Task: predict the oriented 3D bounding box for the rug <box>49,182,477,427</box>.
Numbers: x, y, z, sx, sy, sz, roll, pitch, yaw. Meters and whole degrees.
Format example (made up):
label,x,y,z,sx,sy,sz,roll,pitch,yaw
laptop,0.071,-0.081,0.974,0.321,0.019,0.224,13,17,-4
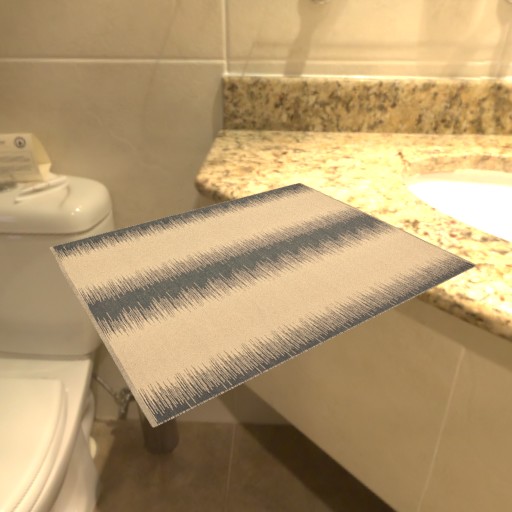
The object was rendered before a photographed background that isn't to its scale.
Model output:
label,x,y,z,sx,sy,sz,roll,pitch,yaw
rug,0.000,0.000,4.008,3.037,0.004,2.453,-19,35,-29
